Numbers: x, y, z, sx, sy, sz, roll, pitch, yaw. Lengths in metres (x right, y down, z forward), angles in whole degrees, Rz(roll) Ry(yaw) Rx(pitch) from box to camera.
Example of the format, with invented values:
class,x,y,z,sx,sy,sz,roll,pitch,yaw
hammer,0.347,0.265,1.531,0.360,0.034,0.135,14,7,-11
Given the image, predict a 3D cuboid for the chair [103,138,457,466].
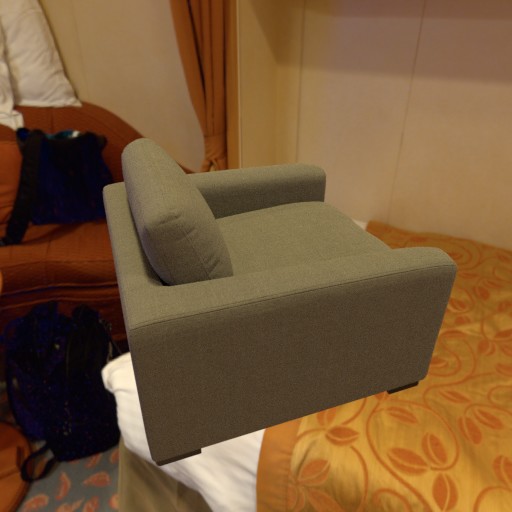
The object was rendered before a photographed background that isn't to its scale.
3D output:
class,x,y,z,sx,sy,sz,roll,pitch,yaw
chair,0.000,0.000,1.819,1.100,0.847,1.070,-10,32,-17
